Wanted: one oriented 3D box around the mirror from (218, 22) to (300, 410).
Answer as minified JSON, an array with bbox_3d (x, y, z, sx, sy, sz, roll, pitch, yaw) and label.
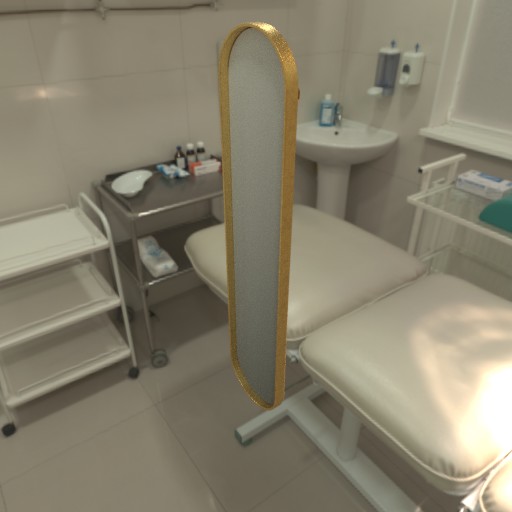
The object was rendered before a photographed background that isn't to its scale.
[{"bbox_3d":[0.000,0.000,1.060,0.032,0.991,0.222,-21,37,-30],"label":"mirror"}]
